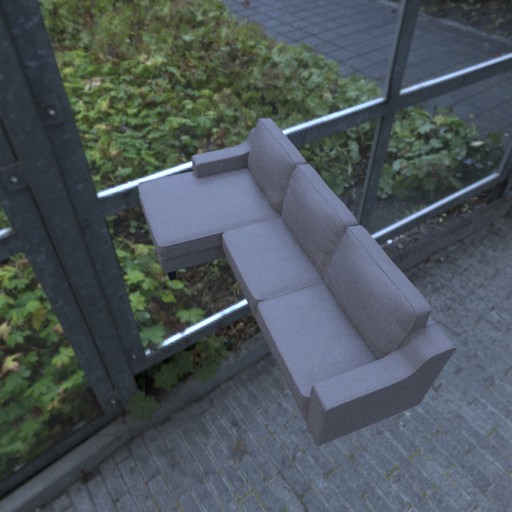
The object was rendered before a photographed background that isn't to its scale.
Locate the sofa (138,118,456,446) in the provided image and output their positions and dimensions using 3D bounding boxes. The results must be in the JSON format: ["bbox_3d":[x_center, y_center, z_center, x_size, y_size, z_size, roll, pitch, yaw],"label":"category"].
[{"bbox_3d":[0.000,0.000,3.206,1.294,0.928,2.561,-15,47,-15],"label":"sofa"}]
